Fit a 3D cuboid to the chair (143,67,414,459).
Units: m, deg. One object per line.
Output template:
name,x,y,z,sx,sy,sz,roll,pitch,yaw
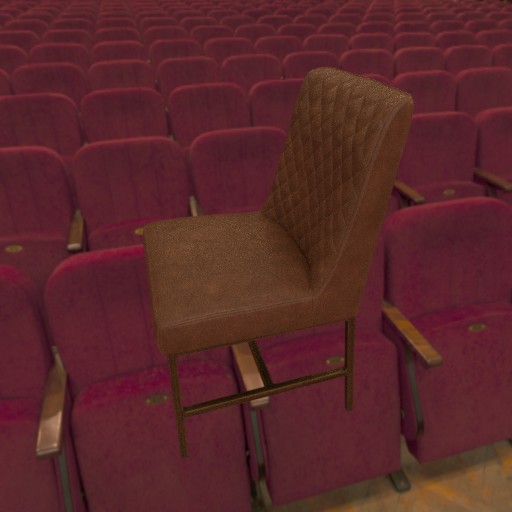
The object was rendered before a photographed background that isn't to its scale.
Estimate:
chair,0.000,0.000,1.207,0.587,0.889,0.508,-8,32,-13
